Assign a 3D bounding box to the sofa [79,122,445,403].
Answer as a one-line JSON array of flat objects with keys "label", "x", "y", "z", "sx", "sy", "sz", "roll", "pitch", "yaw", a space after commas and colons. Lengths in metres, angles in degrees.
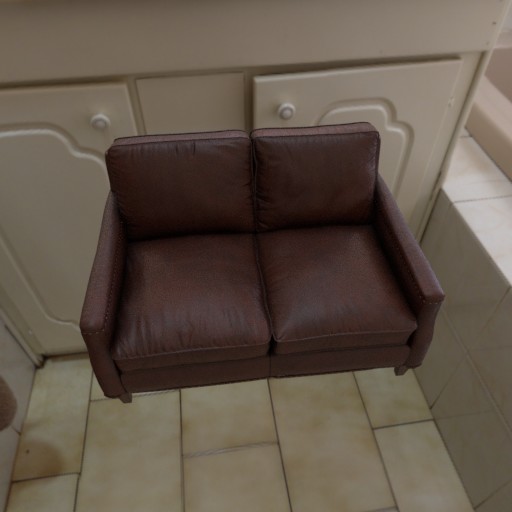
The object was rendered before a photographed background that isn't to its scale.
[{"label": "sofa", "x": 0.000, "y": 0.000, "z": 2.303, "sx": 1.628, "sy": 1.003, "sz": 1.083, "roll": -4, "pitch": 47, "yaw": -4}]
